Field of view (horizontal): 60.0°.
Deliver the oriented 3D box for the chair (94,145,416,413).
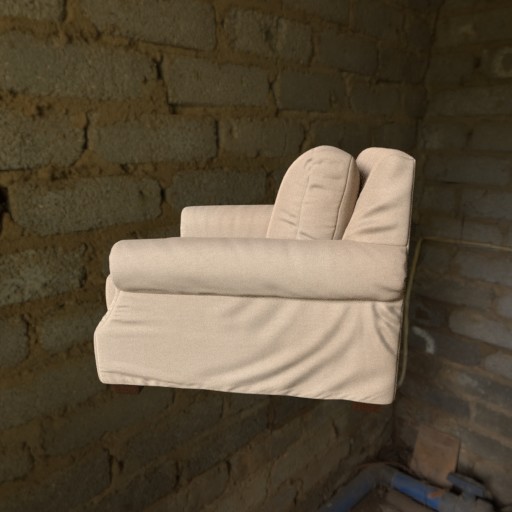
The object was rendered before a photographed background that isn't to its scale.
[{"bbox_3d":[0.000,0.000,1.790,1.066,0.866,0.940,2,15,7],"label":"chair"}]
